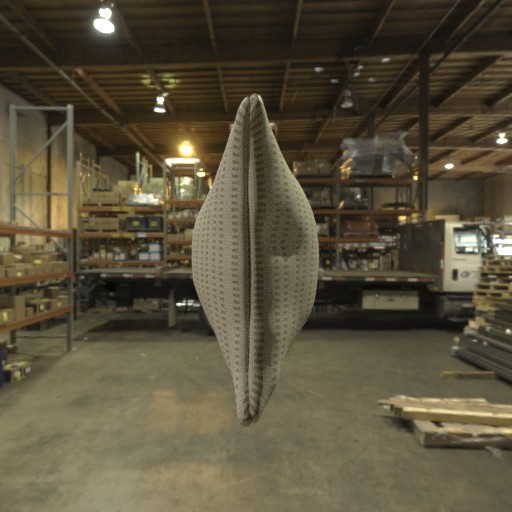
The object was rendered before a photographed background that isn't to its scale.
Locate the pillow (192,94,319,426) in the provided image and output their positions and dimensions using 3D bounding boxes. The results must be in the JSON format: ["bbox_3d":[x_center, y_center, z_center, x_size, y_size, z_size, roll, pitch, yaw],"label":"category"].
[{"bbox_3d":[0.000,0.000,0.782,0.210,0.353,0.640,0,1,-1],"label":"pillow"}]
